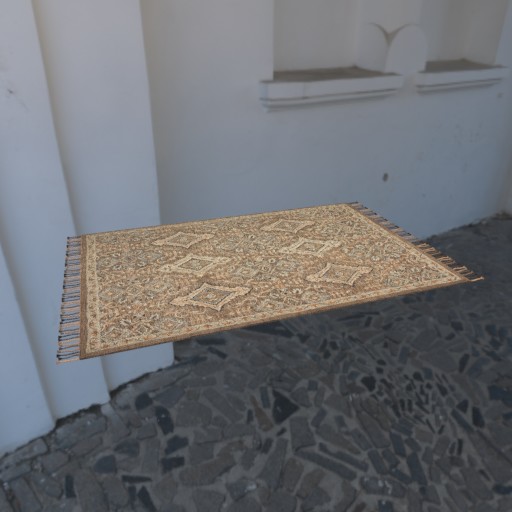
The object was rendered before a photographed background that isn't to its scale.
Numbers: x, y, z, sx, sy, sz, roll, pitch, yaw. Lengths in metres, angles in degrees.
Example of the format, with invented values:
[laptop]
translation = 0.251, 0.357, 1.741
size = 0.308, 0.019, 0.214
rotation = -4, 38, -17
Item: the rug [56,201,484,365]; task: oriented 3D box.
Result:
[rug]
translation = 0.000, 0.000, 2.998
size = 2.434, 0.010, 1.516
rotation = -9, 27, -17
